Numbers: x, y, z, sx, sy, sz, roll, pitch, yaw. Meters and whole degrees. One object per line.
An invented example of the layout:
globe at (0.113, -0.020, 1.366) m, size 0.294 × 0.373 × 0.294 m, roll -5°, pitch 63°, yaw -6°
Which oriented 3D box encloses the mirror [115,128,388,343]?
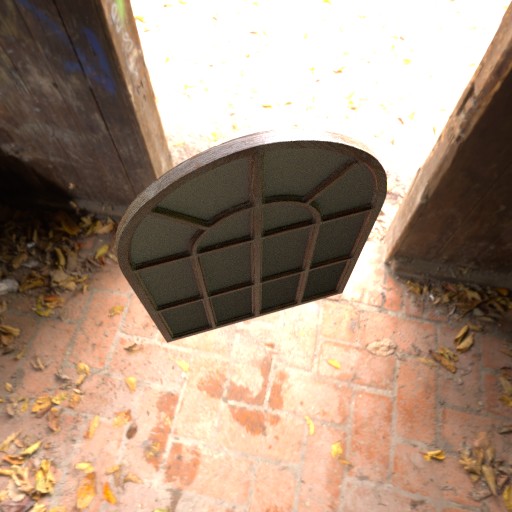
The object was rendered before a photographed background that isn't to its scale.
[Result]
mirror at (0.000, 0.000, 1.196) m, size 0.660 × 0.920 × 0.032 m, roll -15°, pitch 64°, yaw -7°
